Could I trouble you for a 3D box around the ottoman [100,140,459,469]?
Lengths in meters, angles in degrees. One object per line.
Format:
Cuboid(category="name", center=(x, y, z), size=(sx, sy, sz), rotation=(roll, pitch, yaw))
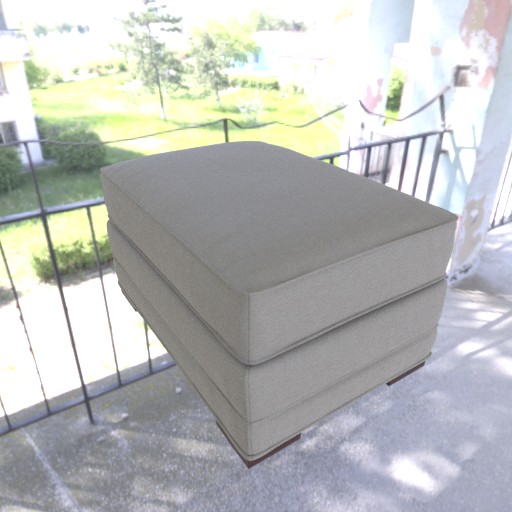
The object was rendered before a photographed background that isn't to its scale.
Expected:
Cuboid(category="ottoman", center=(0.000, 0.000, 1.239), size=(0.611, 0.482, 0.848), rotation=(-18, 33, -29))
